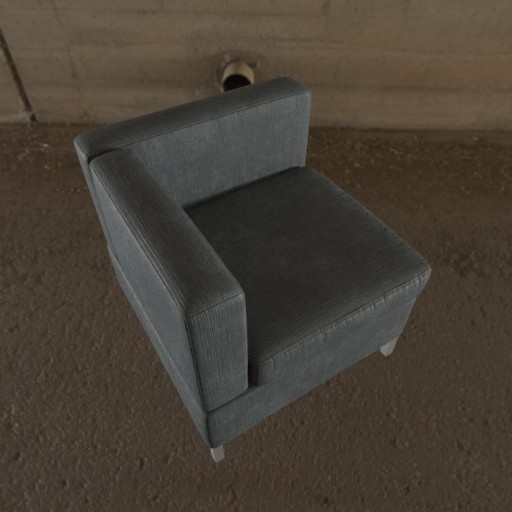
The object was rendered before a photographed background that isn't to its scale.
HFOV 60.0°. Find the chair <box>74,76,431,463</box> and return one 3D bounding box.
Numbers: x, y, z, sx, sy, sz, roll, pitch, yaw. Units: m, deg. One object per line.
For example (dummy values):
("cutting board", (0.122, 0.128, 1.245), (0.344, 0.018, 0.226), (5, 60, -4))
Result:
("chair", (0.000, 0.000, 1.234), (0.680, 0.660, 0.680), (-24, 51, -21))
